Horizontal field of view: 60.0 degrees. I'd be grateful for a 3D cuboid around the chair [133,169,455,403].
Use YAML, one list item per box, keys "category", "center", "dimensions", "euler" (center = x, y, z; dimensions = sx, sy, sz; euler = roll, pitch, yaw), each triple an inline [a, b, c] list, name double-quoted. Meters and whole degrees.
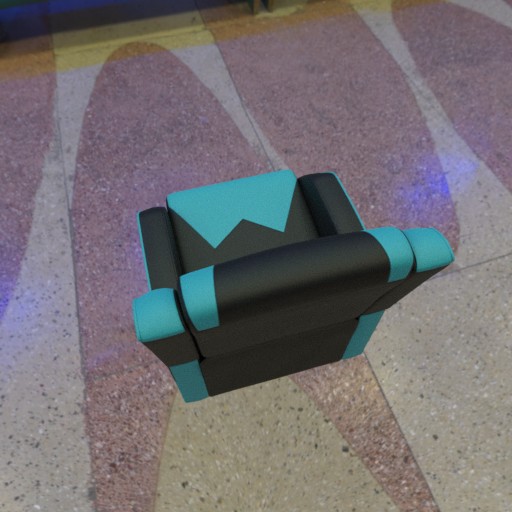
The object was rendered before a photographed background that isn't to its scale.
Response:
- category: "chair"
  center: [0.000, 0.000, 1.271]
  dimensions: [0.620, 0.805, 0.672]
  euler: [-13, 58, -8]
